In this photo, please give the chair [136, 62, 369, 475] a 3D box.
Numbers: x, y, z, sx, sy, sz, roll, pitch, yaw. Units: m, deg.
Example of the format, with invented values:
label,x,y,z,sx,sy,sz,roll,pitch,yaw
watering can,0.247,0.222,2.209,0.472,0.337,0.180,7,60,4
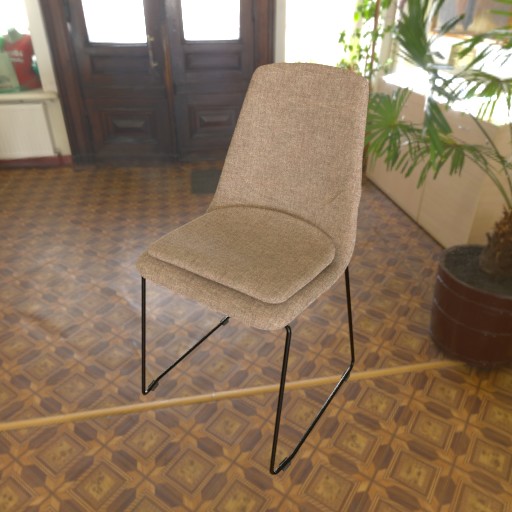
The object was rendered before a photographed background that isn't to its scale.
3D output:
label,x,y,z,sx,sy,sz,roll,pitch,yaw
chair,0.000,0.000,1.134,0.479,0.858,0.518,19,36,29
